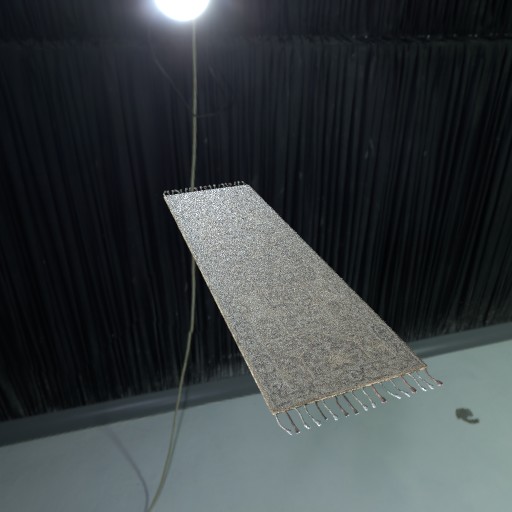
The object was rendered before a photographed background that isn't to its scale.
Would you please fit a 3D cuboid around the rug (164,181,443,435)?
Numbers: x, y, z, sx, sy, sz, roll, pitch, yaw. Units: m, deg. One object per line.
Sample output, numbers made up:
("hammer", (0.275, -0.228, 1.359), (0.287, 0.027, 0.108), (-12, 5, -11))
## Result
("rug", (0.000, 0.000, 2.879), (0.762, 0.011, 2.664), (-11, 32, -18))
